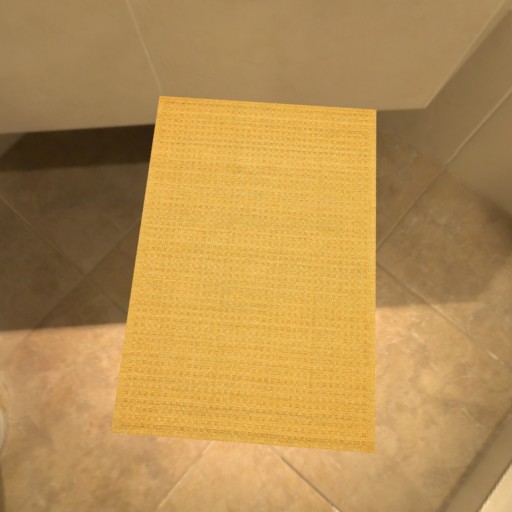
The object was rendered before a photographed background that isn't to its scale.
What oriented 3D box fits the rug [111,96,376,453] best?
[{"bbox_3d":[0.000,0.000,3.681,1.981,0.006,2.895,4,75,1],"label":"rug"}]
